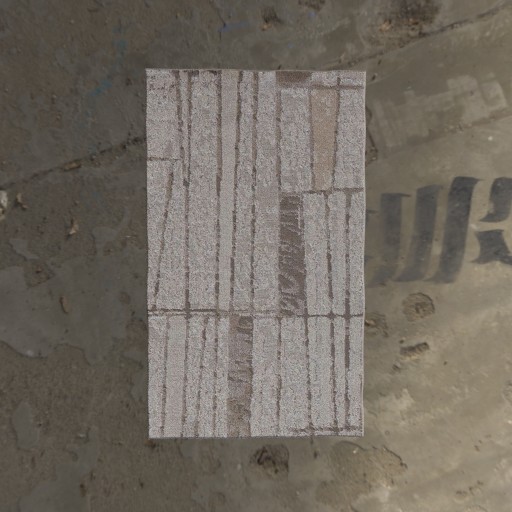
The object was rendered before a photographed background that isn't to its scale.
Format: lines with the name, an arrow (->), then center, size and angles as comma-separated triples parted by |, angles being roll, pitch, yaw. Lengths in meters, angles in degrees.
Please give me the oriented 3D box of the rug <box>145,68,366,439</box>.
rug -> 0.000, 0.000, 1.040 | 0.515, 0.007, 0.867 | 0, 92, -2
